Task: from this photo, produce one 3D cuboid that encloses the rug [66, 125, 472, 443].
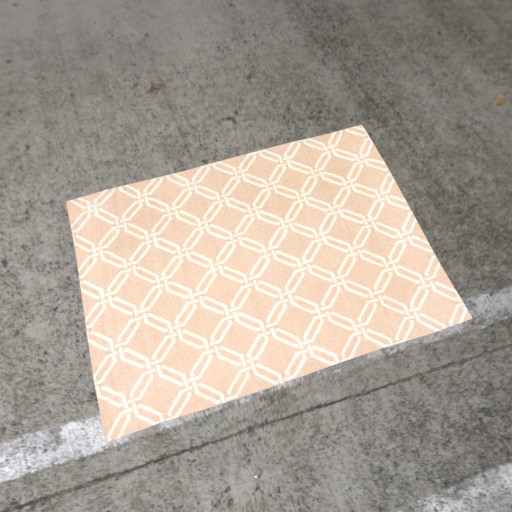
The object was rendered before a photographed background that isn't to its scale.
[{"bbox_3d":[0.000,0.000,4.298,3.365,0.020,2.452,-16,65,-8],"label":"rug"}]
